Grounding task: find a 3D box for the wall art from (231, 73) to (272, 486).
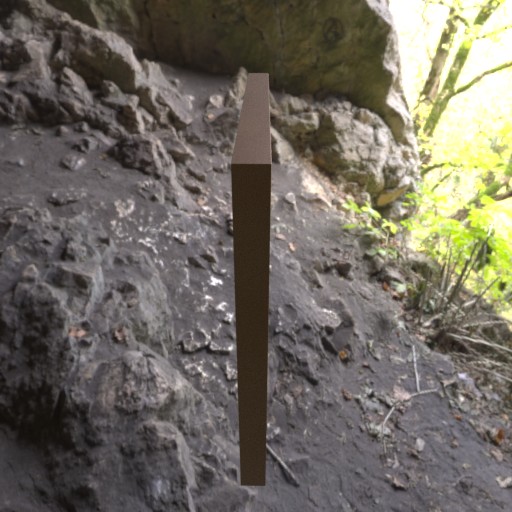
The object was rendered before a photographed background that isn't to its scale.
[{"bbox_3d":[0.000,0.000,0.764,0.038,0.511,0.513,1,31,1],"label":"wall art"}]
